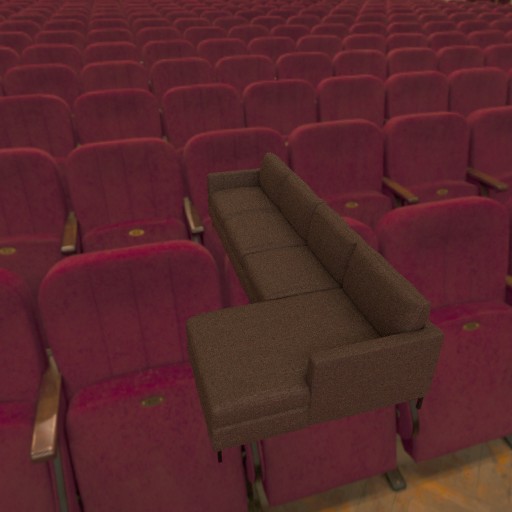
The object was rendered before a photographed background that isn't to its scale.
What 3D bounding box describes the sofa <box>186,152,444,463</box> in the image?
[{"bbox_3d":[0.000,0.000,3.912,1.483,0.892,3.221,-8,32,-14],"label":"sofa"}]
